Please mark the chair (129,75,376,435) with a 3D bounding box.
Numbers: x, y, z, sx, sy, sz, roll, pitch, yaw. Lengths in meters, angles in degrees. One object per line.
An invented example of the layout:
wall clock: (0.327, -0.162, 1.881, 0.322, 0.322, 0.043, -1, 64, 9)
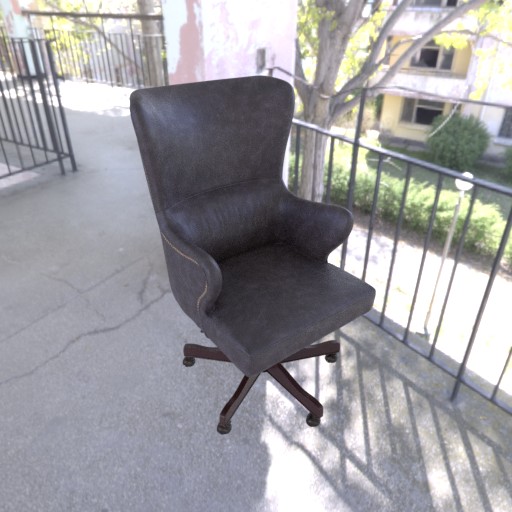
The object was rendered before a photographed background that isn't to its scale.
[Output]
chair: (0.000, 0.000, 1.496, 0.594, 1.037, 0.717, -21, 36, -32)
